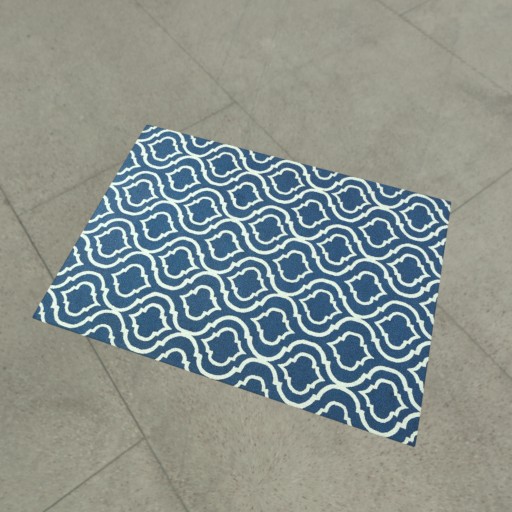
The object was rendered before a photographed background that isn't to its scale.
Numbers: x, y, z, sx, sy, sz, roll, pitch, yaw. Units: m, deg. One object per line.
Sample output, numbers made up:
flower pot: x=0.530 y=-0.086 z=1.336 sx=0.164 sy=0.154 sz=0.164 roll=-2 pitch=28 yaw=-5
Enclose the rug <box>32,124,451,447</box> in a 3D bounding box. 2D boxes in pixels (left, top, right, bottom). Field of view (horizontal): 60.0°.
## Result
rug: x=0.000 y=0.000 z=2.654 sx=2.134 sy=0.010 sz=1.524 roll=16 pitch=63 yaw=8
